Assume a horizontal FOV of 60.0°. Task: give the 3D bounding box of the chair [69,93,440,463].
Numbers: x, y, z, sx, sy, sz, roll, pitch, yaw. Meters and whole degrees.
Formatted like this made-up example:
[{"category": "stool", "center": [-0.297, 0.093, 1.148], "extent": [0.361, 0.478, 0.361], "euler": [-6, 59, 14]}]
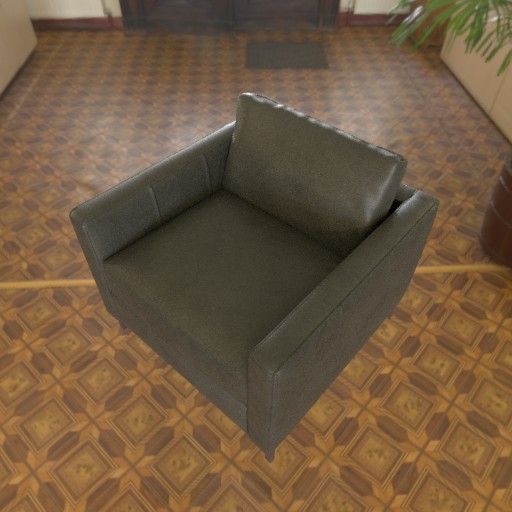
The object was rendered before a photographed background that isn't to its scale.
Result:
[{"category": "chair", "center": [0.000, 0.000, 1.530], "extent": [0.967, 0.824, 0.861], "euler": [33, 54, 27]}]
